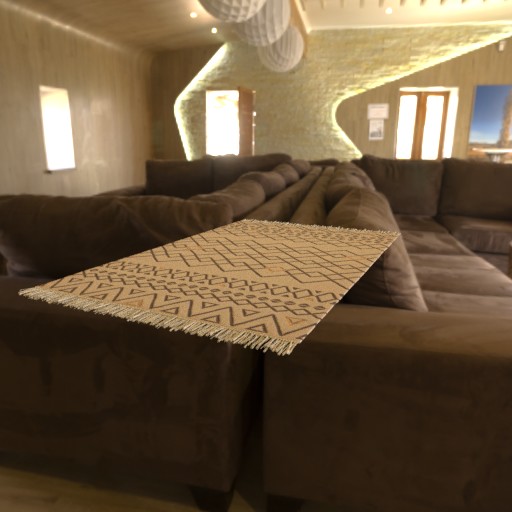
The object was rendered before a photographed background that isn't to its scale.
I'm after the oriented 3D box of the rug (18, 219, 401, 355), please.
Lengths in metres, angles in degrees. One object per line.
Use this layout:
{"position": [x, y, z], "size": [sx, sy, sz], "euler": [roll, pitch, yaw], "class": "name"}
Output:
{"position": [0.000, 0.000, 2.439], "size": [1.224, 0.028, 2.023], "euler": [7, 16, 26], "class": "rug"}
